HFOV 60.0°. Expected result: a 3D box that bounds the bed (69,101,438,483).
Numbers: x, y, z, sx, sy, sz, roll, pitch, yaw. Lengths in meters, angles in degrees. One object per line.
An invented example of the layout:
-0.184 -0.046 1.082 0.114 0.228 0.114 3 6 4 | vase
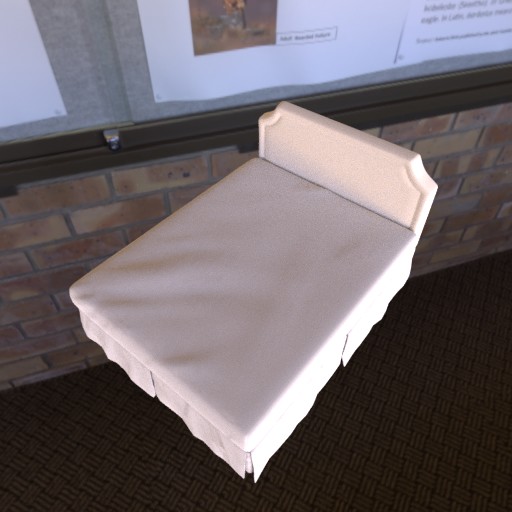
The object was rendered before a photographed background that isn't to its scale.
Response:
0.000 0.000 3.656 1.977 1.293 2.498 31 54 26 | bed
